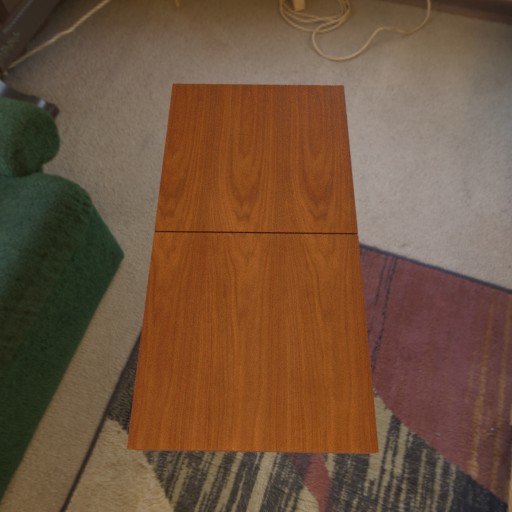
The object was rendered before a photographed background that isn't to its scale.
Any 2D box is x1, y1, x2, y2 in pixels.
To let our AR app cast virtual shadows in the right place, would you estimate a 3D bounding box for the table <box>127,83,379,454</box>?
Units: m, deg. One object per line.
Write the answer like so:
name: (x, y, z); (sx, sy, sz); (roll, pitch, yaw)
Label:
table: (0.000, 0.000, 1.474); (0.610, 0.330, 1.194); (1, 65, 0)
